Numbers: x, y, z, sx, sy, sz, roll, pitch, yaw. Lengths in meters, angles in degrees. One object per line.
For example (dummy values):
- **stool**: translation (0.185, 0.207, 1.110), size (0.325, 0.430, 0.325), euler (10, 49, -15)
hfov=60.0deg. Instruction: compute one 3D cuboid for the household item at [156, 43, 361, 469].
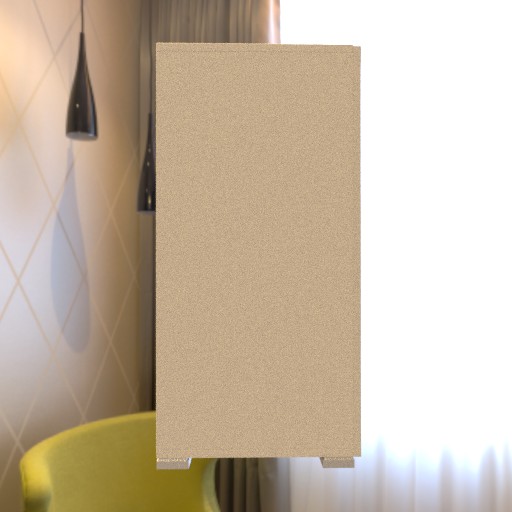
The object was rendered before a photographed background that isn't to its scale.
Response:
- **household item**: translation (0.000, 0.000, 1.307), size (0.420, 0.870, 0.800), euler (0, 0, -1)
